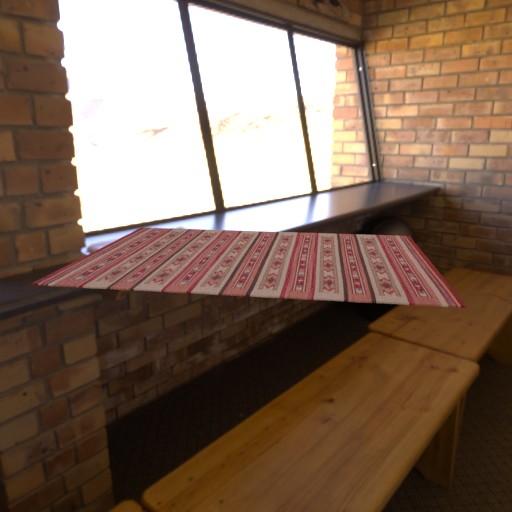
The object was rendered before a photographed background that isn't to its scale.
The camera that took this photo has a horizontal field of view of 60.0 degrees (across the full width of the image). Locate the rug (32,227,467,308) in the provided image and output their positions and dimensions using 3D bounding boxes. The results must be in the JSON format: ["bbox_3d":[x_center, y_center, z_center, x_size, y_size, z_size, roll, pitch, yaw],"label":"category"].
[{"bbox_3d":[0.000,0.000,2.400,1.817,0.008,1.223,2,16,8],"label":"rug"}]
